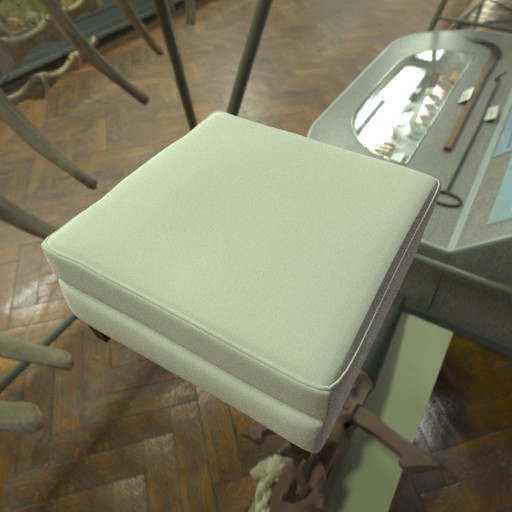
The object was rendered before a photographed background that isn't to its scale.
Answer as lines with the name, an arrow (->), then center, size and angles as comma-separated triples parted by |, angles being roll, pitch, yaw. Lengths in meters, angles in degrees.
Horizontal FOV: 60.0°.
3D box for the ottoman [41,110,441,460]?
ottoman -> 0.000, 0.000, 1.361 | 0.838, 0.479, 0.838 | 23, 50, 21
